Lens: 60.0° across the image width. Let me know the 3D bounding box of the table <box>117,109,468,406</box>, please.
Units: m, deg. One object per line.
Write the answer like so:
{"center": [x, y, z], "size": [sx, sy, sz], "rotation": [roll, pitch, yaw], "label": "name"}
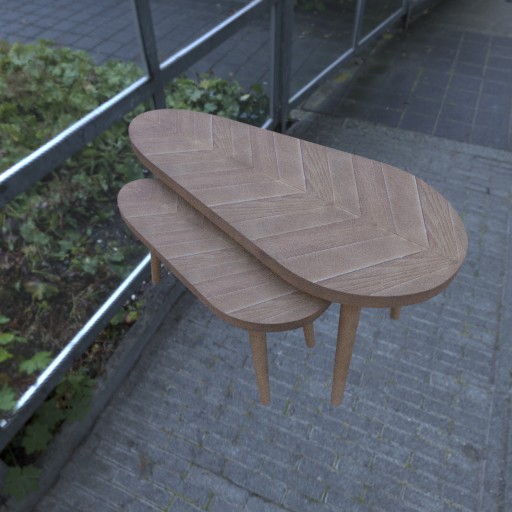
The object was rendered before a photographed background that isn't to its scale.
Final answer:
{"center": [0.000, 0.000, 1.535], "size": [1.190, 0.595, 0.701], "rotation": [30, 54, 25], "label": "table"}
